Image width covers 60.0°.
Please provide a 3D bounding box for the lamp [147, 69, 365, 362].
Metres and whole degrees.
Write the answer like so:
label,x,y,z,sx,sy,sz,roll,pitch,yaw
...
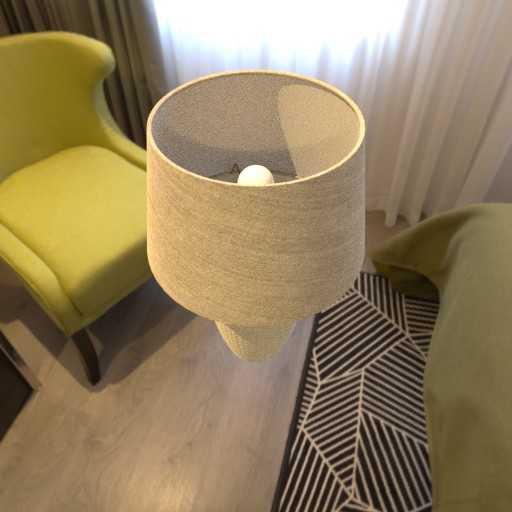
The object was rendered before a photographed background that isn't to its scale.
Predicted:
label,x,y,z,sx,sy,sz,roll,pitch,yaw
lamp,0.000,0.000,0.845,0.390,0.580,0.390,0,48,0
